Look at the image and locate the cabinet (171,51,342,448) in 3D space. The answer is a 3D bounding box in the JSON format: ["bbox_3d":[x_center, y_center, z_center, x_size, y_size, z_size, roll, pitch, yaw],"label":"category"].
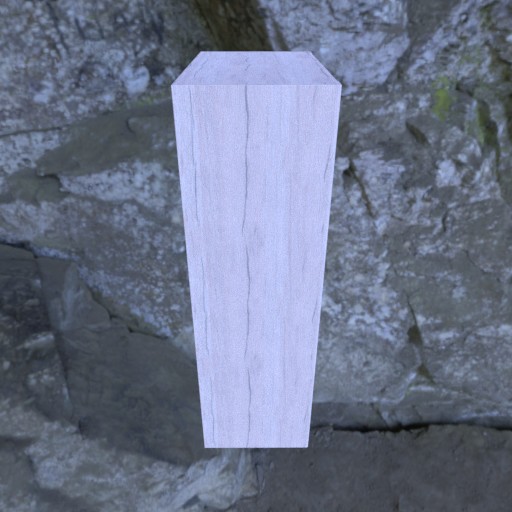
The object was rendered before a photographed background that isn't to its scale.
[{"bbox_3d":[0.000,0.000,2.414,0.580,1.930,0.980,0,31,0],"label":"cabinet"}]
